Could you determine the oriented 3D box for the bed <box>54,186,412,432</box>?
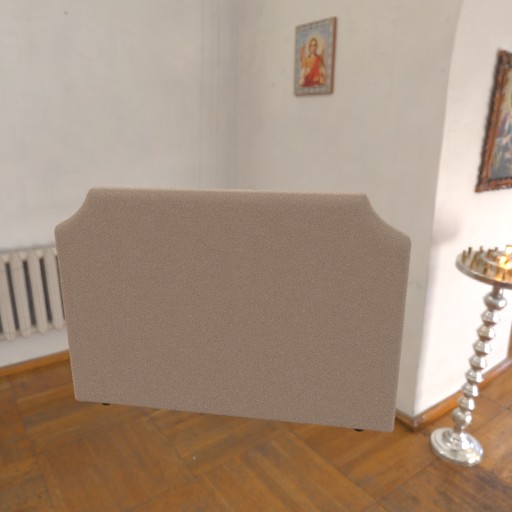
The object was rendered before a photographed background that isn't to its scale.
[{"bbox_3d":[0.000,0.000,3.332,1.828,1.301,2.204,3,17,9],"label":"bed"}]
